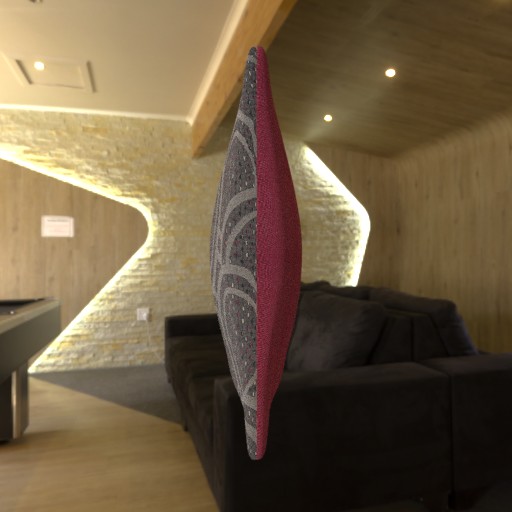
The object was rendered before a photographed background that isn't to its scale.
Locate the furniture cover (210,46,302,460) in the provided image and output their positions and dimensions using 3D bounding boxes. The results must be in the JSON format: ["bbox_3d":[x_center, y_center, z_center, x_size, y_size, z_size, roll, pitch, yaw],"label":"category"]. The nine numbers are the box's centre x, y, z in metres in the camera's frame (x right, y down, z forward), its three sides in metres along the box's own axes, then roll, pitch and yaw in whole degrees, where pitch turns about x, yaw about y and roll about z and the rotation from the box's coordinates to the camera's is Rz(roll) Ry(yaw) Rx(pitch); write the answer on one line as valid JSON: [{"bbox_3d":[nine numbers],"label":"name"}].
[{"bbox_3d":[0.000,0.000,0.799,0.163,0.513,0.514,0,-1,0],"label":"furniture cover"}]
